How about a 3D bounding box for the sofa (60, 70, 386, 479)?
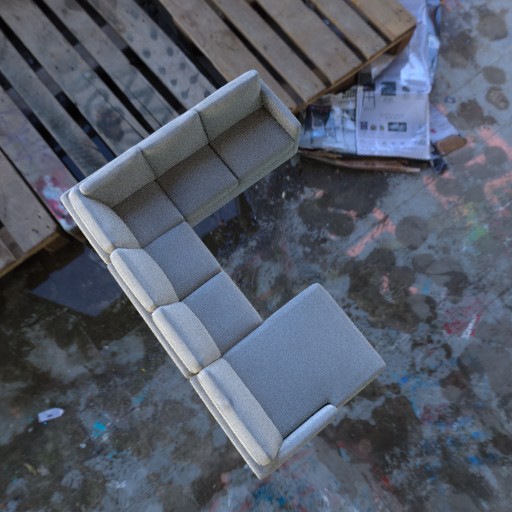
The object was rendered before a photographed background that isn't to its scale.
[{"bbox_3d":[0.000,0.000,4.713,2.593,0.959,3.460,-37,78,-9],"label":"sofa"}]
